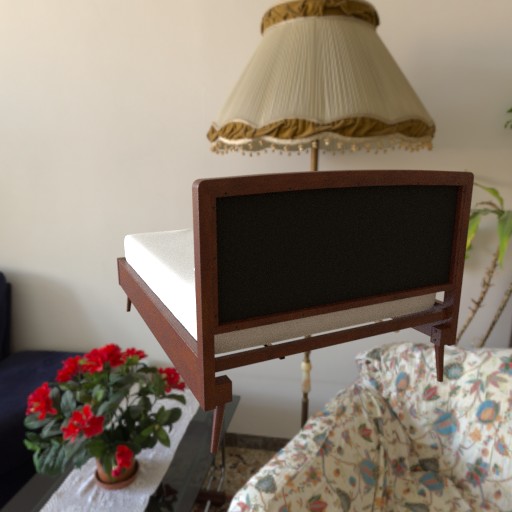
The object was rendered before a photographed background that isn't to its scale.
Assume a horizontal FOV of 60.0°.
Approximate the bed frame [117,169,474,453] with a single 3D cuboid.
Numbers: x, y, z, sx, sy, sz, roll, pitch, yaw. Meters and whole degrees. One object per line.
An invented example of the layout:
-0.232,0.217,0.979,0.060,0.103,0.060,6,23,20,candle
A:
0.000,0.000,3.157,1.587,1.279,2.171,-7,15,-26,bed frame
